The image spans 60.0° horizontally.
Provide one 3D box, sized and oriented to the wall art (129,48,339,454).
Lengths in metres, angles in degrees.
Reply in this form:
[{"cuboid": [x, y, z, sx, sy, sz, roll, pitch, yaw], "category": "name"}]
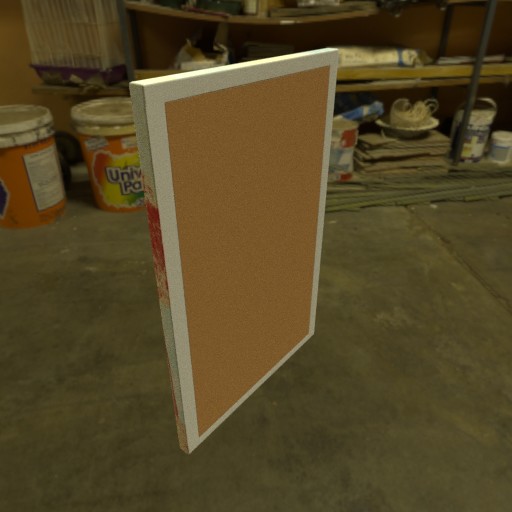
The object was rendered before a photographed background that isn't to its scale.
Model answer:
[{"cuboid": [0.000, 0.000, 1.129, 0.037, 0.915, 0.605, 23, 38, 32], "category": "wall art"}]
